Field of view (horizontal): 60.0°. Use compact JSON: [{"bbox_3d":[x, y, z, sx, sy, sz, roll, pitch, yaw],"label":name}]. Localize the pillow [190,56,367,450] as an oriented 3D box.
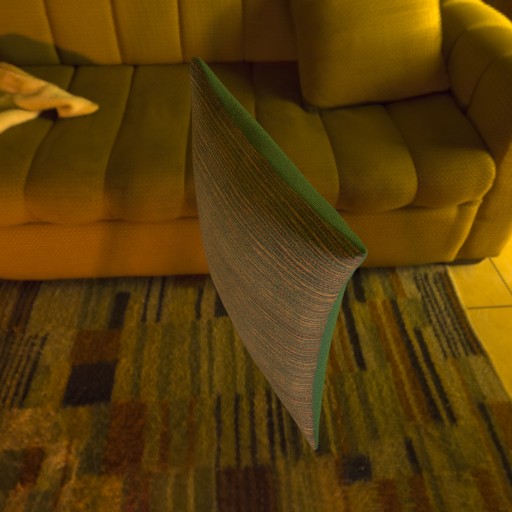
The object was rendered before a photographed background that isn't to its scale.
[{"bbox_3d":[0.000,0.000,0.764,0.150,0.497,0.514,-18,48,-17],"label":"pillow"}]
